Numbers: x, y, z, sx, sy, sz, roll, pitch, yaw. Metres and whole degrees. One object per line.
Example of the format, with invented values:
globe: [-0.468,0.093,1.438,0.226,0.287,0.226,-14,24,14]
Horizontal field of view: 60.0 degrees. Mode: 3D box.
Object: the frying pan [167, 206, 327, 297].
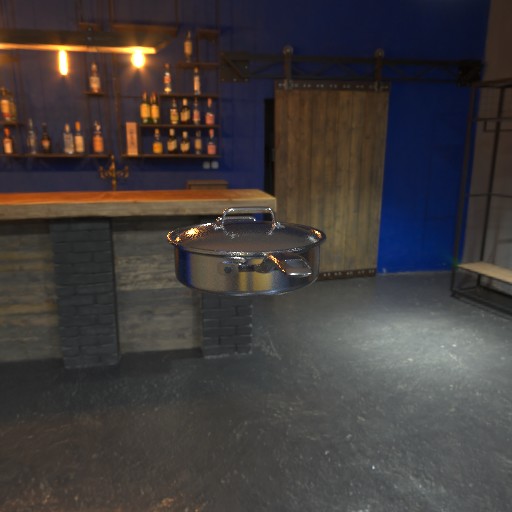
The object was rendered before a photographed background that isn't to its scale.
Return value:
frying pan: [0.000,0.000,0.611,0.245,0.111,0.492,-2,15,-9]
